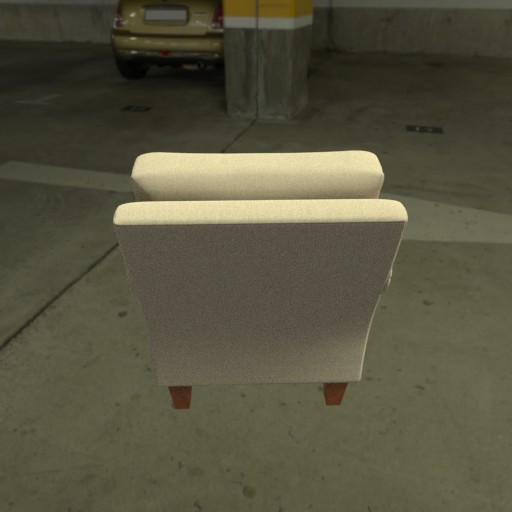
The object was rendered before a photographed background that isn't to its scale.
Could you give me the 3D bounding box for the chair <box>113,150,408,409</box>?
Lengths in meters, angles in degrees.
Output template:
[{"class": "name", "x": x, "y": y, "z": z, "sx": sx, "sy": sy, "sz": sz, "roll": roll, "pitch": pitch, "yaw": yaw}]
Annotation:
[{"class": "chair", "x": 0.000, "y": 0.000, "z": 1.908, "sx": 0.895, "sy": 1.076, "sz": 1.078, "roll": -1, "pitch": 31, "yaw": -1}]
